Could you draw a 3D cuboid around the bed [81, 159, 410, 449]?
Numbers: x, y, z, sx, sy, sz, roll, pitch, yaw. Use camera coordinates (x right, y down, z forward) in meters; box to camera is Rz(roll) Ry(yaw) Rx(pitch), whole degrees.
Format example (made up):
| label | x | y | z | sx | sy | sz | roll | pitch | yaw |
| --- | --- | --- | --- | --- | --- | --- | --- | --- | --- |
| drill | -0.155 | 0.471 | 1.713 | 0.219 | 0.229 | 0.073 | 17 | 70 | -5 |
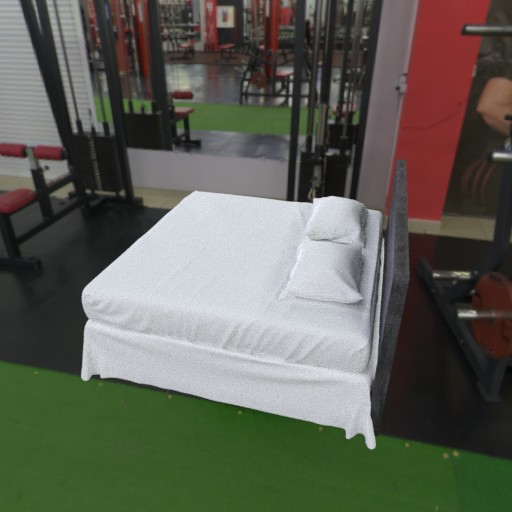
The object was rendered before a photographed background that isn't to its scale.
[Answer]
| label | x | y | z | sx | sy | sz | roll | pitch | yaw |
| --- | --- | --- | --- | --- | --- | --- | --- | --- | --- |
| bed | 0.000 | 0.000 | 3.532 | 2.165 | 1.158 | 2.255 | 8 | 30 | 14 |
